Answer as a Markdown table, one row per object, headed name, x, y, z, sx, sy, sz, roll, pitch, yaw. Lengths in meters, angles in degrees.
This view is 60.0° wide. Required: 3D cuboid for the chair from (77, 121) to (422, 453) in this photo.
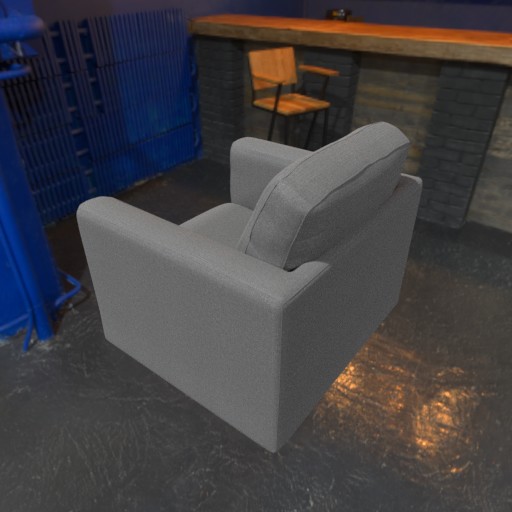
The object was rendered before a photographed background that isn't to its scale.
| name | x | y | z | sx | sy | sz | roll | pitch | yaw |
| --- | --- | --- | --- | --- | --- | --- | --- | --- | --- |
| chair | 0.000 | 0.000 | 1.541 | 0.800 | 0.927 | 0.854 | 23 | 40 | 31 |
